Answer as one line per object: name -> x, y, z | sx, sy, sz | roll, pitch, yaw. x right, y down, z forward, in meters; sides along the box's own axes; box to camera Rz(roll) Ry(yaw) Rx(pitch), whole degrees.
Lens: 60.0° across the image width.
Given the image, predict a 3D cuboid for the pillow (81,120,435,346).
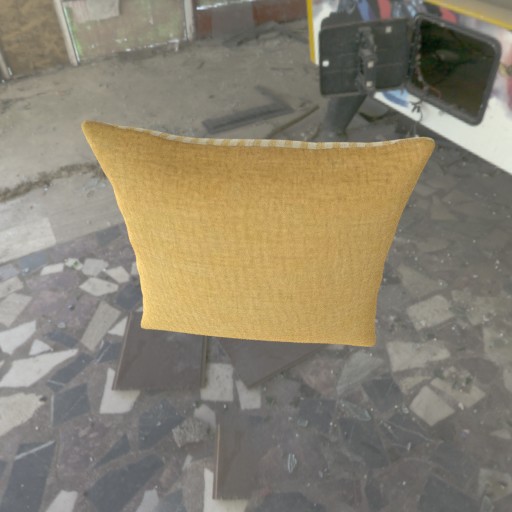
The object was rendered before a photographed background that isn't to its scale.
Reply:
pillow -> 0.000, 0.000, 0.651 | 0.419, 0.407, 0.173 | 4, 45, 4
